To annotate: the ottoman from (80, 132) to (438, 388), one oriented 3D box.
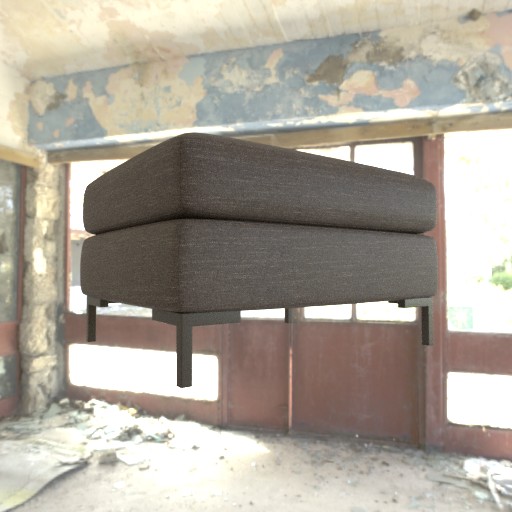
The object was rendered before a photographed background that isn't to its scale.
[{"bbox_3d":[0.000,0.000,1.256,0.820,0.490,0.671,1,-2,-36],"label":"ottoman"}]
